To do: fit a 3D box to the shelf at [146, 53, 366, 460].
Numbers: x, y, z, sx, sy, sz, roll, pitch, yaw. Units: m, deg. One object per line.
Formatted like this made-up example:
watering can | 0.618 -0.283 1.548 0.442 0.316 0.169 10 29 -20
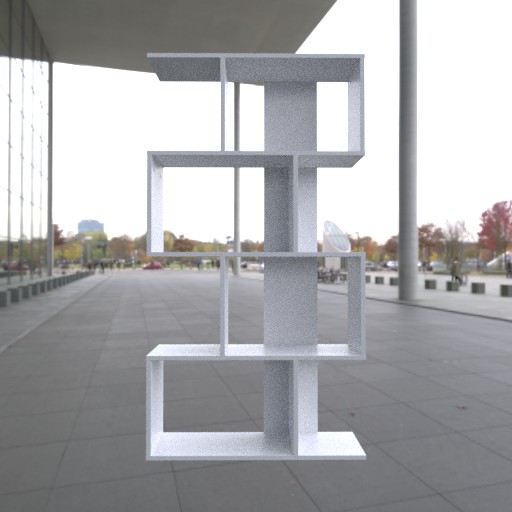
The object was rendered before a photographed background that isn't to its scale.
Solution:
shelf | 0.000 0.000 1.923 0.890 1.650 0.250 0 -1 0
